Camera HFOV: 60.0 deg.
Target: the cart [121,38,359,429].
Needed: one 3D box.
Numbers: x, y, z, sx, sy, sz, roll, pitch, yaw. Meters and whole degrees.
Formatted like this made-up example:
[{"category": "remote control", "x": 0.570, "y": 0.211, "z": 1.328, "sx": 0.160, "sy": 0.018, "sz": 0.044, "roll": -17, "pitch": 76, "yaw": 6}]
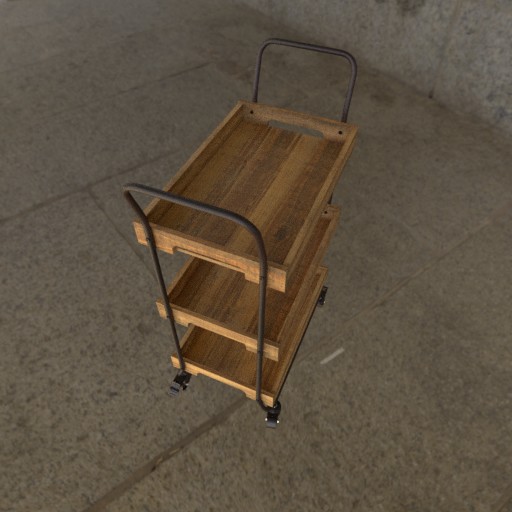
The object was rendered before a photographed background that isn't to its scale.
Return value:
[{"category": "cart", "x": 0.000, "y": 0.000, "z": 1.149, "sx": 0.339, "sy": 0.857, "sz": 0.583, "roll": 18, "pitch": 51, "yaw": 15}]
